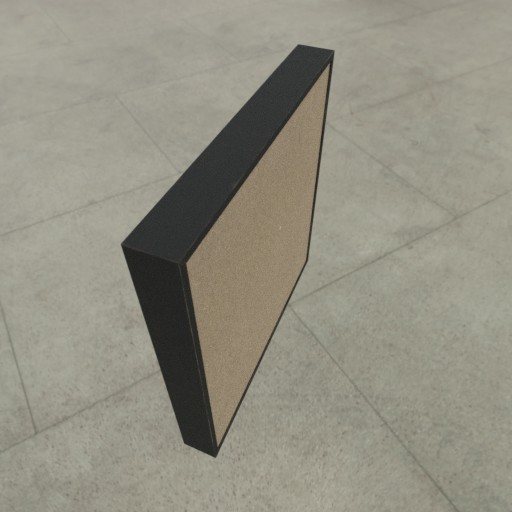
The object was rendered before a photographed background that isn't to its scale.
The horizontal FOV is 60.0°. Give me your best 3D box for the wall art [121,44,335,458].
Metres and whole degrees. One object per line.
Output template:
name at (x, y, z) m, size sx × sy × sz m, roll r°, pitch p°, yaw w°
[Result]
wall art at (0.000, 0.000, 0.454) m, size 0.038 × 0.305 × 0.305 m, roll 17°, pitch 49°, yaw 15°
